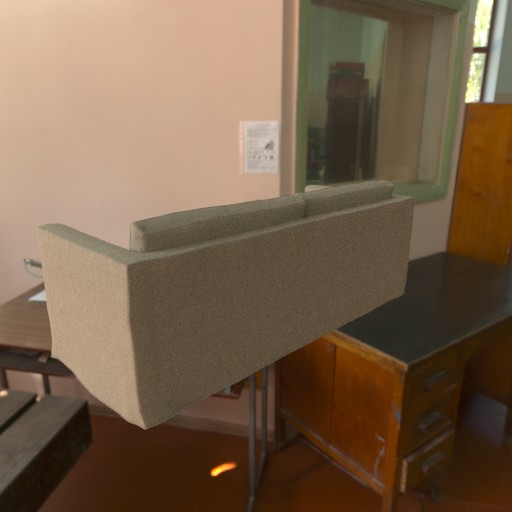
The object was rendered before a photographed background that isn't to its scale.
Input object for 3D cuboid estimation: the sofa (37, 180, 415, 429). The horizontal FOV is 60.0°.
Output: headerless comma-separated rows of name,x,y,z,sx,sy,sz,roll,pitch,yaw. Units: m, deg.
sofa,0.000,0.000,2.769,2.296,0.847,0.956,-16,23,-42
